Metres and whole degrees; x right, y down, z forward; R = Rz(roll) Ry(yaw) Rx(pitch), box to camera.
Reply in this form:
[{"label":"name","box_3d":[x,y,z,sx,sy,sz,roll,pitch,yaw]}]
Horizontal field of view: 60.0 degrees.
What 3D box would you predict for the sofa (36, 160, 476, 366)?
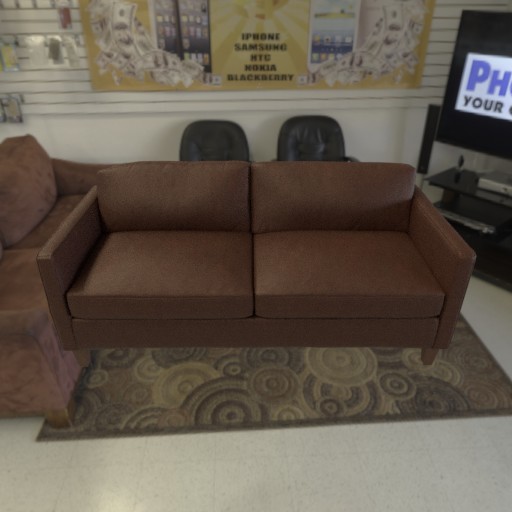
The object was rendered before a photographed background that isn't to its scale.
[{"label":"sofa","box_3d":[0.000,0.000,2.428,1.971,0.863,0.923,0,30,0]}]
